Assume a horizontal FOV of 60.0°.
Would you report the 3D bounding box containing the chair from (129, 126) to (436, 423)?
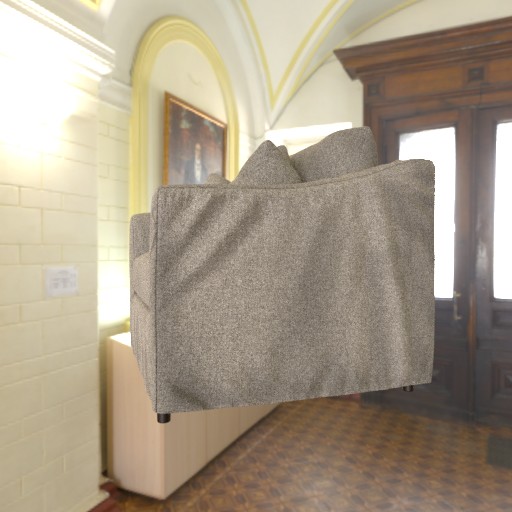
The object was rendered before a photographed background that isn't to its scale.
[{"bbox_3d":[0.000,0.000,2.055,1.071,1.059,1.194,0,1,-20],"label":"chair"}]
